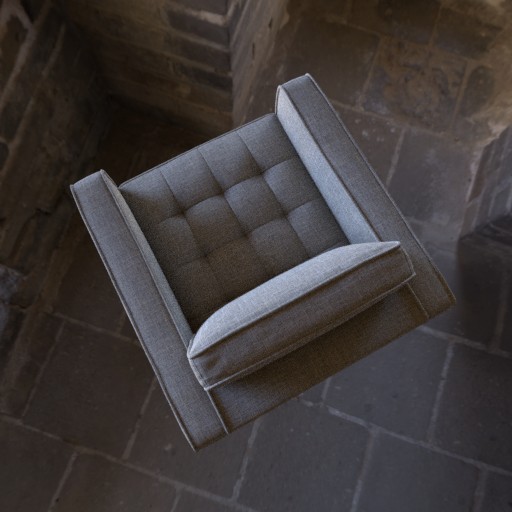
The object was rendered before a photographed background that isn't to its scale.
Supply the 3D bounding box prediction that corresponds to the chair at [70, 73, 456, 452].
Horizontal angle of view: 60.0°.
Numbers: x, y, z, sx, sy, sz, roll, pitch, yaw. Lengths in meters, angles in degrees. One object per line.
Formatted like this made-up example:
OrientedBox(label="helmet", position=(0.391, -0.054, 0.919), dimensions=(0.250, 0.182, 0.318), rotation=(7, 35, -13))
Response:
OrientedBox(label="chair", position=(0.000, 0.000, 1.532), dimensions=(0.889, 0.765, 0.914), rotation=(-27, 77, -7))
